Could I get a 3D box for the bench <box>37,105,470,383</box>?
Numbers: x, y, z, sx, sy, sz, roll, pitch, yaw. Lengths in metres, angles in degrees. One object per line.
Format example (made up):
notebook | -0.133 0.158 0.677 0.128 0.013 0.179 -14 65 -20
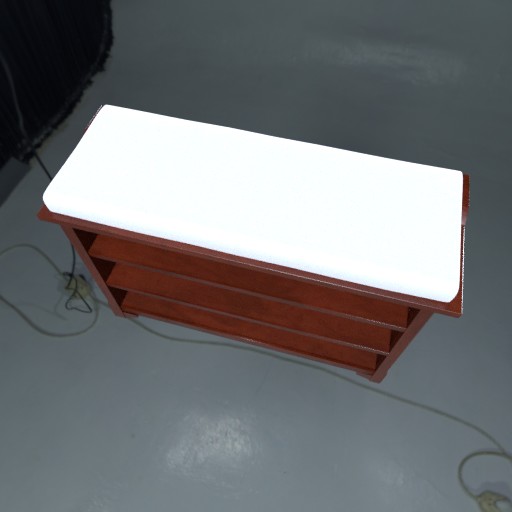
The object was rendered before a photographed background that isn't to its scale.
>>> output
bench | 0.000 0.000 1.304 0.987 0.646 0.369 13 59 8
